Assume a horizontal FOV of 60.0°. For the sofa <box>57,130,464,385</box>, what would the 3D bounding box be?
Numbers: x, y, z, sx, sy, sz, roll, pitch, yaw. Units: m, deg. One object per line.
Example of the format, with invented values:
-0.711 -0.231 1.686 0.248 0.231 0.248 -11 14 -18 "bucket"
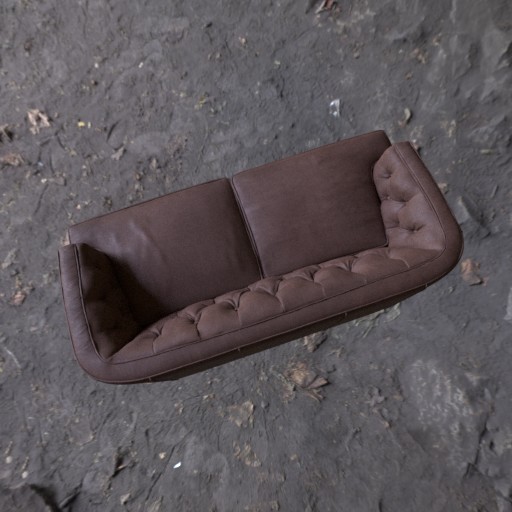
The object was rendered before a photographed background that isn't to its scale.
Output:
0.000 0.000 2.260 1.767 0.799 0.917 -18 76 -5 "sofa"
